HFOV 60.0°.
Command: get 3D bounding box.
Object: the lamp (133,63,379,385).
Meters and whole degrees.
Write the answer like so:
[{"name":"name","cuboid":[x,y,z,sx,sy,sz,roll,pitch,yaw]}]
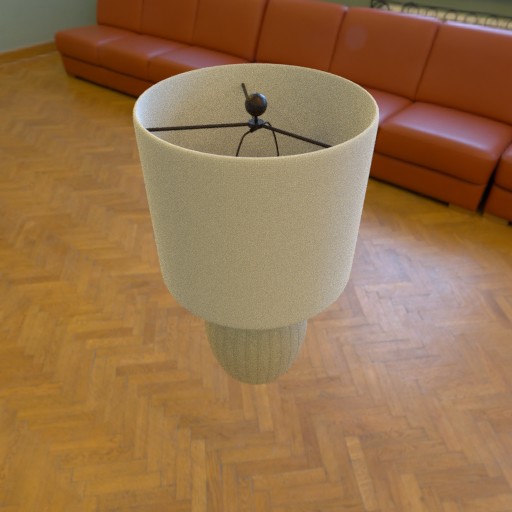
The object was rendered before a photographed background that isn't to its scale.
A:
[{"name":"lamp","cuboid":[0.000,0.000,0.777,0.329,0.570,0.329,26,47,27]}]
